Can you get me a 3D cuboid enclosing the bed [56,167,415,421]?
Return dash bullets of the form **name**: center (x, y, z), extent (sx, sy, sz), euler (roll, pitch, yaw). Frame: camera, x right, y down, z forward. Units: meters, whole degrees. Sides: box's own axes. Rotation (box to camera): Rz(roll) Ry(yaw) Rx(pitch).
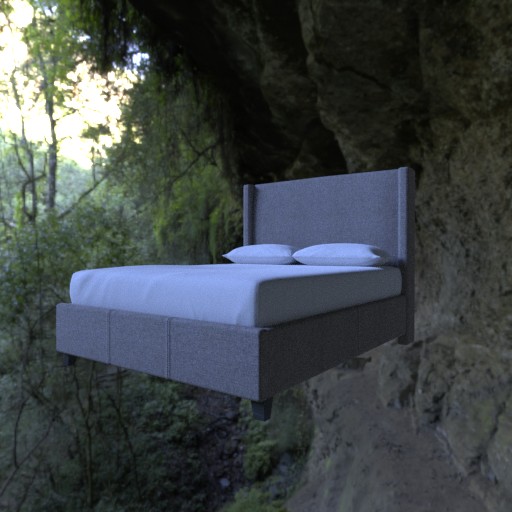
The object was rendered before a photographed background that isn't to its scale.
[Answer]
- **bed**: center (0.000, 0.000, 3.378), extent (1.714, 1.476, 2.245), euler (0, 1, 37)
